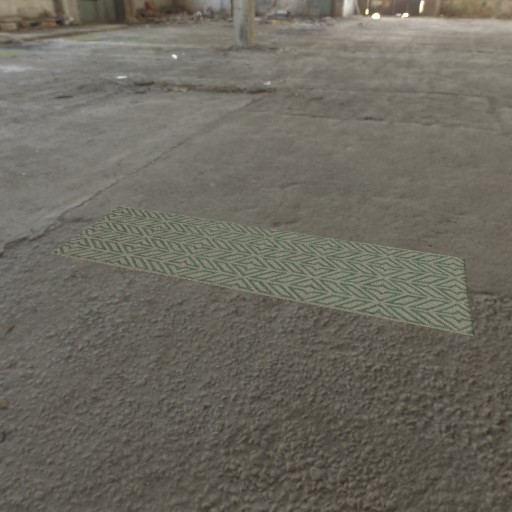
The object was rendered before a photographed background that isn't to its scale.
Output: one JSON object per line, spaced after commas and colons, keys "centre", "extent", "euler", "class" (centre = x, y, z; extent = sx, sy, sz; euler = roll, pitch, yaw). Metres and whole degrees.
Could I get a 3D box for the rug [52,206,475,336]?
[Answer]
{"centre": [0.000, 0.000, 2.734], "extent": [2.435, 0.009, 0.750], "euler": [10, 32, 16], "class": "rug"}
